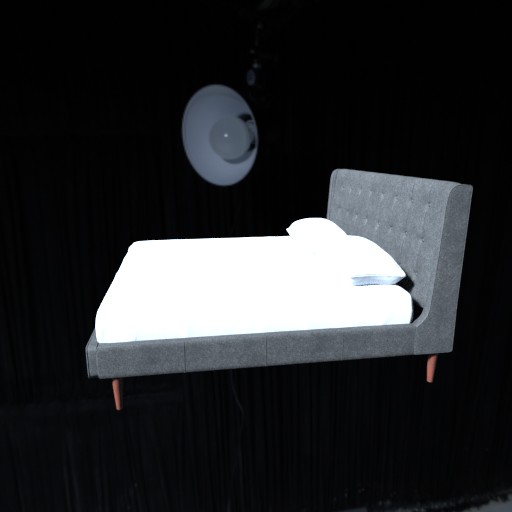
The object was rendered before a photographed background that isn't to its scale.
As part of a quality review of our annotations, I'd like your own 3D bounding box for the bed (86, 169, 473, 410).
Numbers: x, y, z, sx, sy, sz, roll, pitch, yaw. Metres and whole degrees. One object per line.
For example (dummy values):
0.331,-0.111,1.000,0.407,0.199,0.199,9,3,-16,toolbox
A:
0.000,0.000,2.591,1.638,0.933,1.531,-2,14,-9,bed
